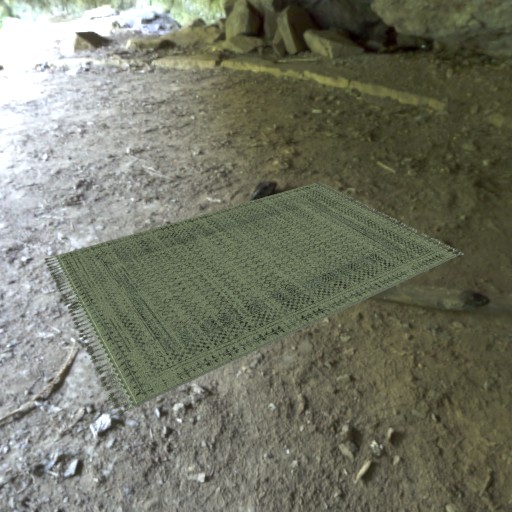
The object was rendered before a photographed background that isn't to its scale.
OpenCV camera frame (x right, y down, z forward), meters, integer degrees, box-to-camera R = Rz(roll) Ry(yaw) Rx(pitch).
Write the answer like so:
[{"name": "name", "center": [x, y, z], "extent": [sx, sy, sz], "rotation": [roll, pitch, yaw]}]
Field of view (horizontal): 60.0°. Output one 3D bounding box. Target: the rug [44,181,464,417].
[{"name": "rug", "center": [0.000, 0.000, 3.053], "extent": [2.486, 0.013, 1.548], "rotation": [-19, 37, -28]}]
